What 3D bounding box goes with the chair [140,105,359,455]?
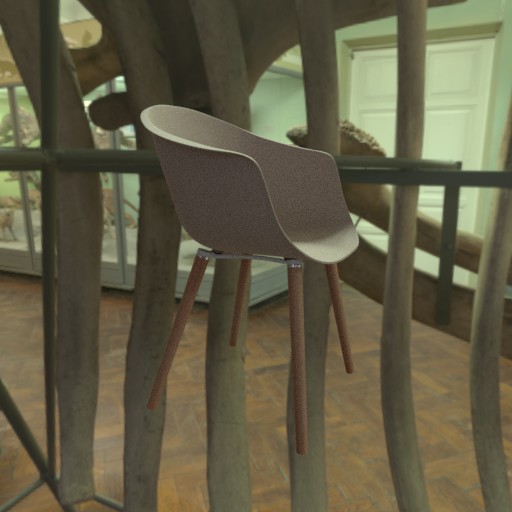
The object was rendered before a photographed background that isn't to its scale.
[{"bbox_3d":[0.000,0.000,1.182,0.504,0.781,0.593,7,15,26],"label":"chair"}]
